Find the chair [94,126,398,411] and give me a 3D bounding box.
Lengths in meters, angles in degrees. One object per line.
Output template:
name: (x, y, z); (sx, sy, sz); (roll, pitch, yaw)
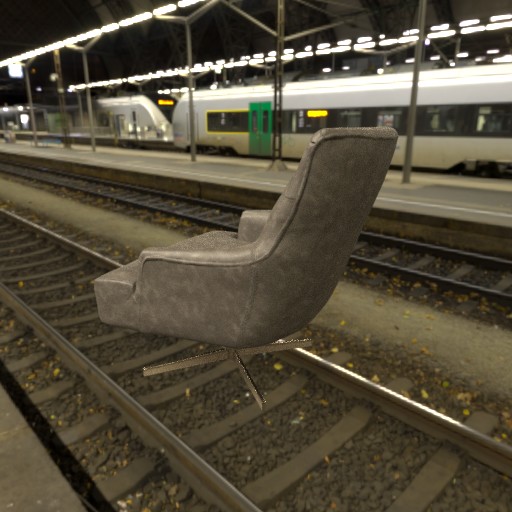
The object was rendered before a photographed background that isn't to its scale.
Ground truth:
chair: (0.000, 0.000, 1.552); (0.874, 0.870, 0.738); (8, 18, 24)
